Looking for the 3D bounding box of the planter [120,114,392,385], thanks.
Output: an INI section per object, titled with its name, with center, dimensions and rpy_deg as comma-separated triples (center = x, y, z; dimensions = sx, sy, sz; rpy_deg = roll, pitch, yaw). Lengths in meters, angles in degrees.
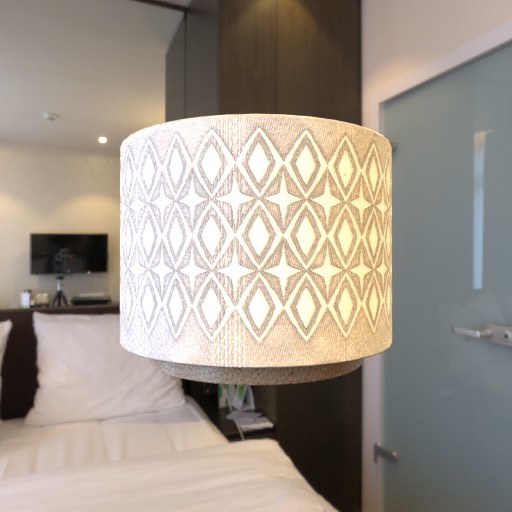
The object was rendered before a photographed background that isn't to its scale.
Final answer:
[planter]
center = 0.000, 0.000, 0.318
dimensions = 0.186, 0.144, 0.186
rpy_deg = 0, 0, 0
